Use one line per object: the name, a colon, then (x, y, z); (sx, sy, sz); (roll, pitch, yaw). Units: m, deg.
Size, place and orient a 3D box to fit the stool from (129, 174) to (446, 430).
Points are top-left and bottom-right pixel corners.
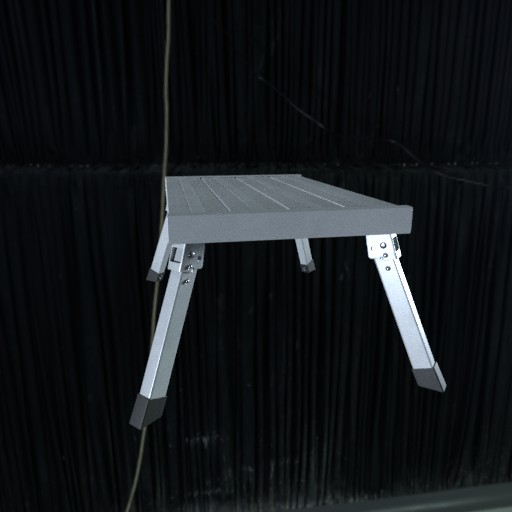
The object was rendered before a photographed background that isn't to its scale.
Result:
stool: (0.000, 0.000, 0.732); (0.385, 0.225, 0.535); (-3, 16, -11)
